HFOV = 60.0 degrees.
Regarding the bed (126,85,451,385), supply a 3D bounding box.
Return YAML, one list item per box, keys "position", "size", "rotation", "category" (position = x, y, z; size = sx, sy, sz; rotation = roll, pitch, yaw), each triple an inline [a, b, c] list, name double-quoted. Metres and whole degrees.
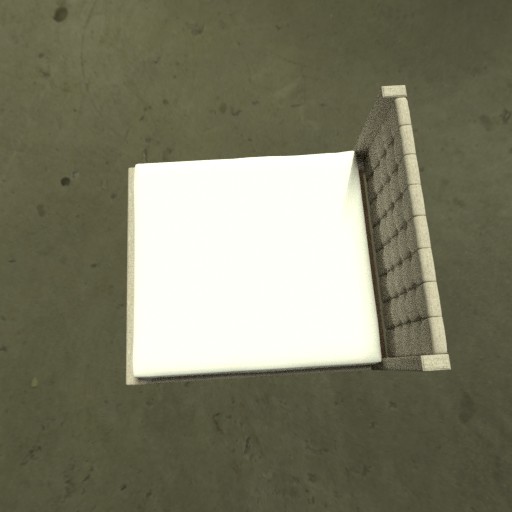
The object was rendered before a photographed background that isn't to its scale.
- position: [0.000, 0.000, 3.839]
  size: [2.372, 1.748, 2.044]
  rotation: [-3, 76, -1]
  category: "bed"
